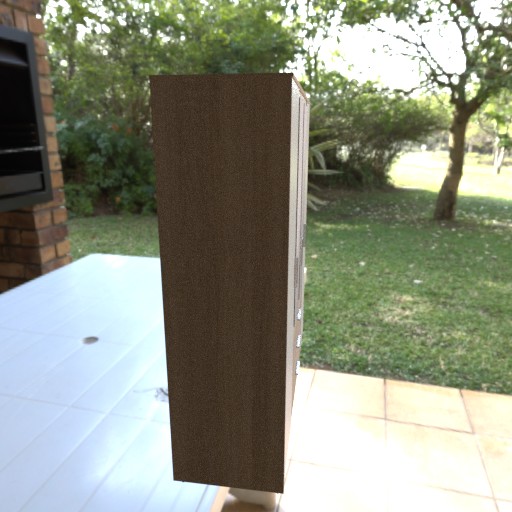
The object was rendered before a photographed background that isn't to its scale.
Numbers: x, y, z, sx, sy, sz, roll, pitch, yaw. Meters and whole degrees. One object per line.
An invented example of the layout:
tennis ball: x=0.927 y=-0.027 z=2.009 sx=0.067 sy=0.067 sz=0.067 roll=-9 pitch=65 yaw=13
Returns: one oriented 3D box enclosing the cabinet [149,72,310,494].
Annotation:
cabinet: x=0.000 y=0.000 z=2.983 sx=0.620 sy=2.060 sz=1.870 roll=2 pitch=16 yaw=9
